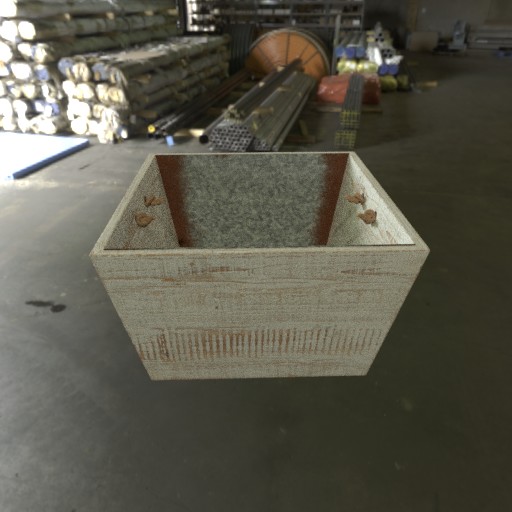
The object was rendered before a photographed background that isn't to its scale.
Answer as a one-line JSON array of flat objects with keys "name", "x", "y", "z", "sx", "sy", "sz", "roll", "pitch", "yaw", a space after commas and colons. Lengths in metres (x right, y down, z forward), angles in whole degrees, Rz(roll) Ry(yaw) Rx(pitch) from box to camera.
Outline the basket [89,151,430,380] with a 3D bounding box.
[{"name": "basket", "x": 0.000, "y": 0.000, "z": 0.775, "sx": 0.545, "sy": 0.247, "sz": 0.413, "roll": -1, "pitch": 30, "yaw": -2}]
